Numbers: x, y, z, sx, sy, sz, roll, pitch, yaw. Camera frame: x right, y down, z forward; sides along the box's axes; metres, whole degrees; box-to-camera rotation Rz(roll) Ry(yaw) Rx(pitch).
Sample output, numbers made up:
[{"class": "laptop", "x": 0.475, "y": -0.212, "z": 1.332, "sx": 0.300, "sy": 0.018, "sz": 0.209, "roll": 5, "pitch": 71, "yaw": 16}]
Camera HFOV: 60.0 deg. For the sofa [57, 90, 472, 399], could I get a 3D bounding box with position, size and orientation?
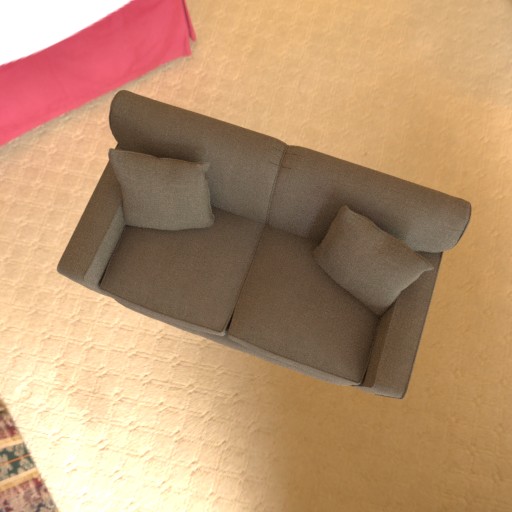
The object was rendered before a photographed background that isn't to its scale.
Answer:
[{"class": "sofa", "x": 0.000, "y": 0.000, "z": 2.434, "sx": 1.846, "sy": 0.958, "sz": 1.000, "roll": 19, "pitch": 76, "yaw": 5}]
